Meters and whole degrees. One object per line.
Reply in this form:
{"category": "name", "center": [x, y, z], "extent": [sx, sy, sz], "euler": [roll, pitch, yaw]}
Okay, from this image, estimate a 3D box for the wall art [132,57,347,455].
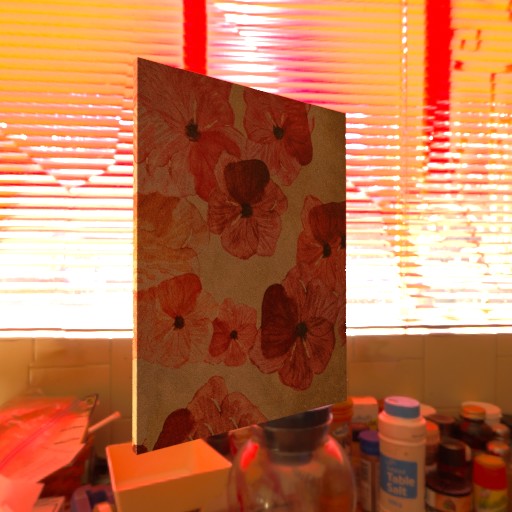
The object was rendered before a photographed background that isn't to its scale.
{"category": "wall art", "center": [0.000, 0.000, 1.358], "extent": [0.762, 1.015, 0.031], "euler": [0, -1, -35]}
